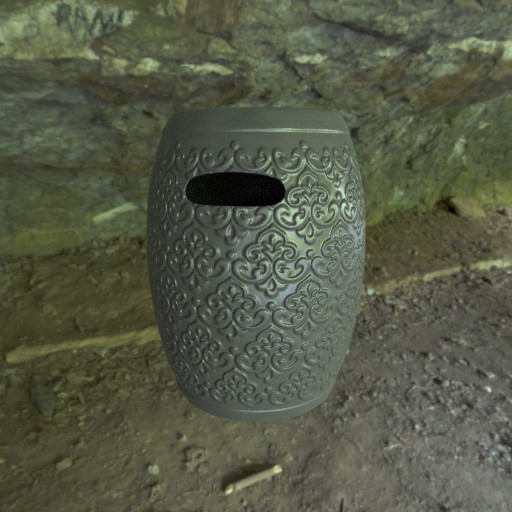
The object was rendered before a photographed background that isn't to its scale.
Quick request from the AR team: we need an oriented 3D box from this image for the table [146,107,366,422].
[{"bbox_3d":[0.000,0.000,0.648,0.309,0.397,0.309,0,13,0],"label":"table"}]
